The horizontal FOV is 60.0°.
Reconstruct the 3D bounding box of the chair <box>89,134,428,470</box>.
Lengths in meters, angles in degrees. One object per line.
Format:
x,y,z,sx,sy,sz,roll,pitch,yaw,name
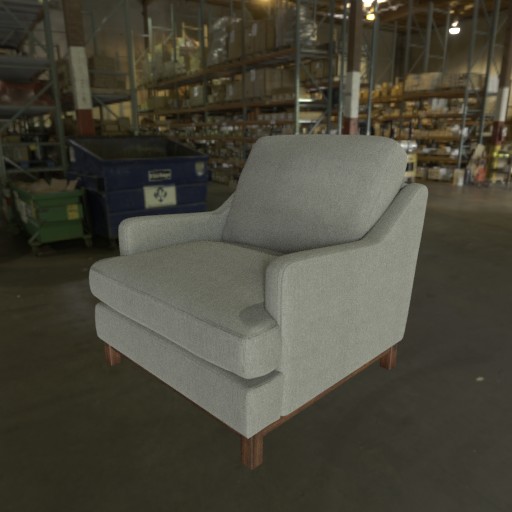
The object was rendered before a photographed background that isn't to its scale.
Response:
0.000,0.000,1.554,0.892,0.821,0.826,-15,21,-43,chair
